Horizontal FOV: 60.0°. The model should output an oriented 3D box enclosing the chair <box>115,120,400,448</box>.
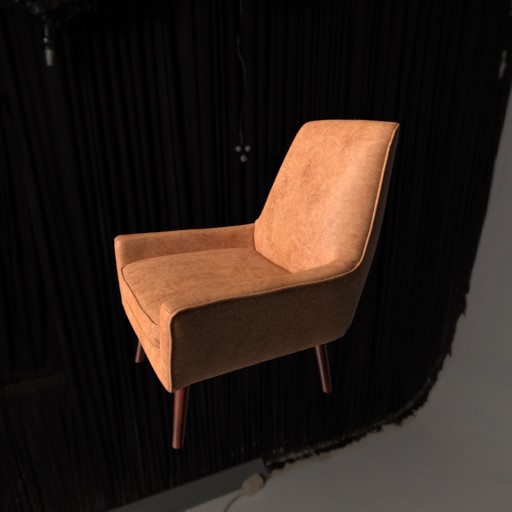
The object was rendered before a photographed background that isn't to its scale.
[{"bbox_3d":[0.000,0.000,1.508,0.851,0.883,0.753,-8,19,-25],"label":"chair"}]
